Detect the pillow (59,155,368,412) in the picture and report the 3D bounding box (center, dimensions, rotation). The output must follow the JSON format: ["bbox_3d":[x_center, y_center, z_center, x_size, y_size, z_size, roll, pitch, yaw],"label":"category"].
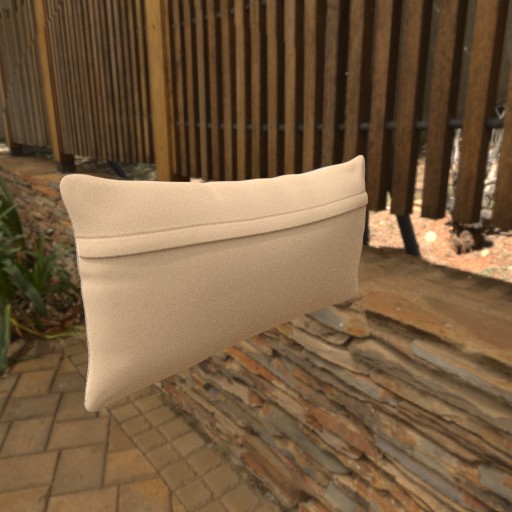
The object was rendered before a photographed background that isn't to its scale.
[{"bbox_3d":[0.000,0.000,0.730,0.604,0.307,0.148,-15,22,-41],"label":"pillow"}]
